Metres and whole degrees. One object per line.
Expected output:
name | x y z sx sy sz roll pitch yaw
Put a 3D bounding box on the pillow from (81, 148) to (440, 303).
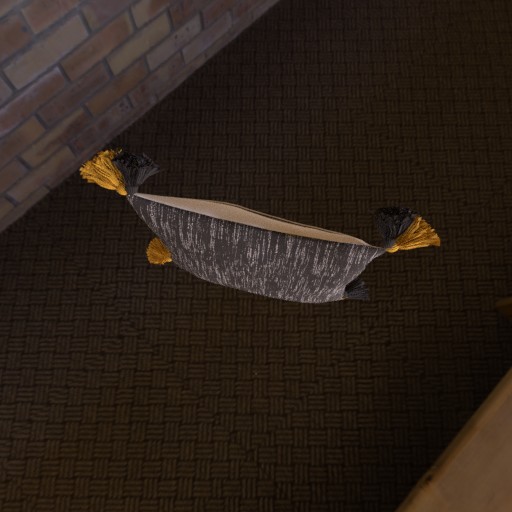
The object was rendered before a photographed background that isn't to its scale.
pillow | 0.000 0.000 1.009 0.654 0.659 0.139 13 75 3
